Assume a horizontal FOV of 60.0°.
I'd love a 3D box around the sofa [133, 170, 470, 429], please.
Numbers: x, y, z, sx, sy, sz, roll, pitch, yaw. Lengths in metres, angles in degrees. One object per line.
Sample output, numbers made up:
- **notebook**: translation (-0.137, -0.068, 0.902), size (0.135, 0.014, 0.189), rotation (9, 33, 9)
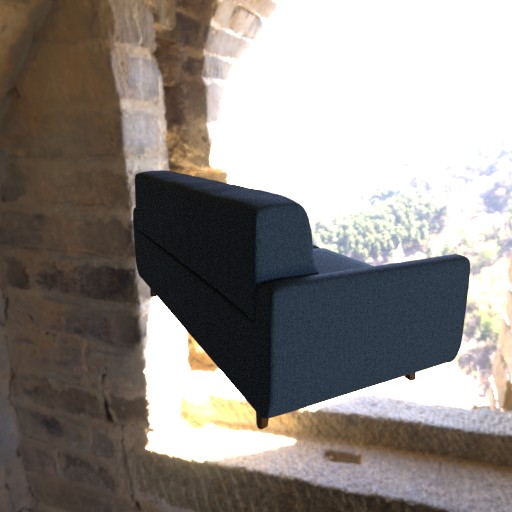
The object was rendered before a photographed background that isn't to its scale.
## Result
- **sofa**: translation (0.000, 0.000, 2.503), size (0.942, 0.884, 2.055), rotation (-7, 16, -26)
